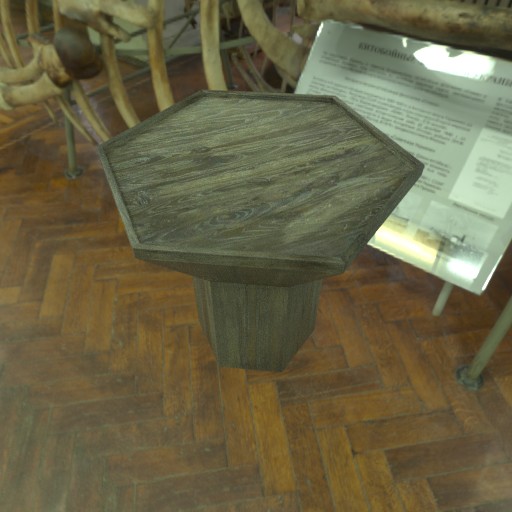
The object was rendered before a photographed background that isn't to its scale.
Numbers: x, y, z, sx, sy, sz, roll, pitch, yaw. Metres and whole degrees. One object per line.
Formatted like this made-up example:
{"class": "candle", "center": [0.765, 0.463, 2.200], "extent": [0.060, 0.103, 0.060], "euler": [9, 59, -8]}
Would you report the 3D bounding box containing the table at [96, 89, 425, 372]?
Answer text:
{"class": "table", "center": [0.000, 0.000, 1.123], "extent": [0.683, 0.586, 0.592], "euler": [4, 45, 4]}
